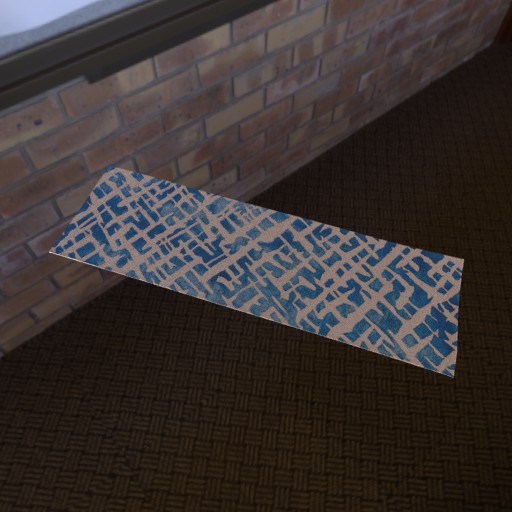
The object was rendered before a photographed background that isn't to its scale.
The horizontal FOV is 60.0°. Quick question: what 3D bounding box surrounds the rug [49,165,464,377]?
[{"bbox_3d":[0.000,0.000,2.726,2.446,0.011,0.768,16,59,10],"label":"rug"}]
